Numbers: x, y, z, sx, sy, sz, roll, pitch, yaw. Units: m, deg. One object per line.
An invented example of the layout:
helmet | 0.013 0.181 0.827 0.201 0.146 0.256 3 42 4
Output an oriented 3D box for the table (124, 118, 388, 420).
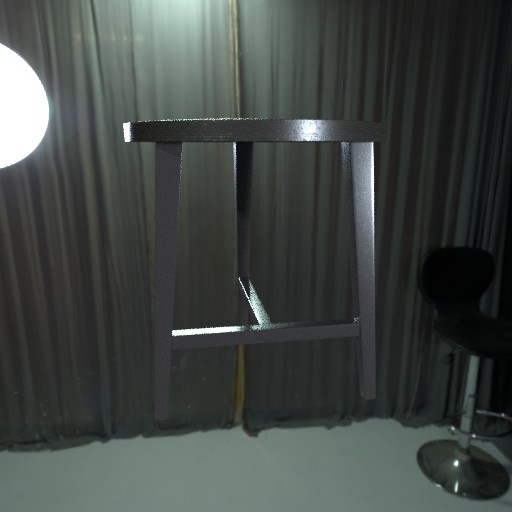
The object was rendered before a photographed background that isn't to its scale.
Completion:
table | 0.000 0.000 0.939 0.500 0.531 0.500 0 14 0
